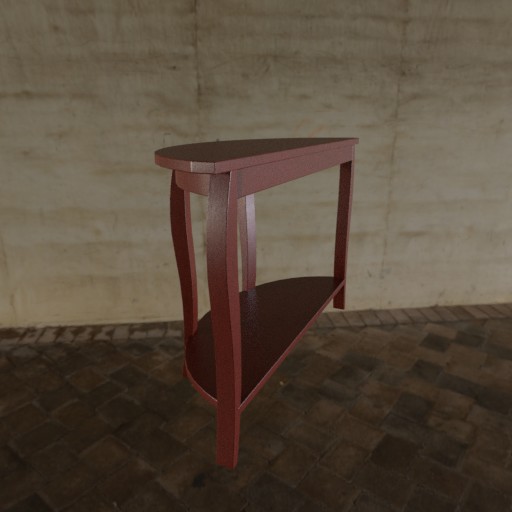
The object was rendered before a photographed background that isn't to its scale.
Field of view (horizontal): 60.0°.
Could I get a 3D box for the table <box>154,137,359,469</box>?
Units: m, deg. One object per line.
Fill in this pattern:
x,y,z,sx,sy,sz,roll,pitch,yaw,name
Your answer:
0.000,0.000,1.584,0.405,0.779,1.219,8,19,24,table
